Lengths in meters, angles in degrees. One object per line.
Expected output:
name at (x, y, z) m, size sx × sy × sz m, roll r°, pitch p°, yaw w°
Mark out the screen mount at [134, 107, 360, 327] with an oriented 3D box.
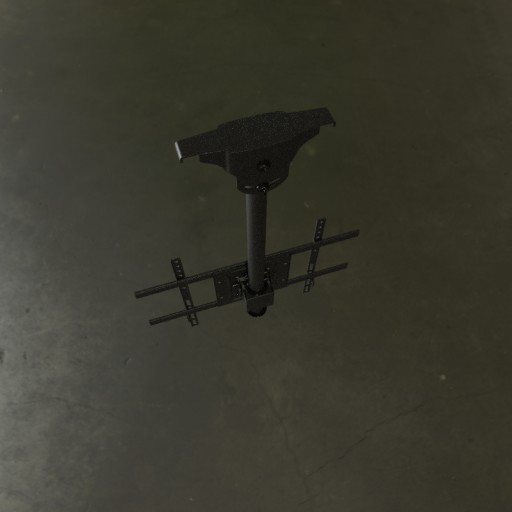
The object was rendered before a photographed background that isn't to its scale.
screen mount at (0.000, 0.000, 1.030) m, size 0.595 × 0.775 × 0.090 m, roll -16°, pitch 60°, yaw -9°
